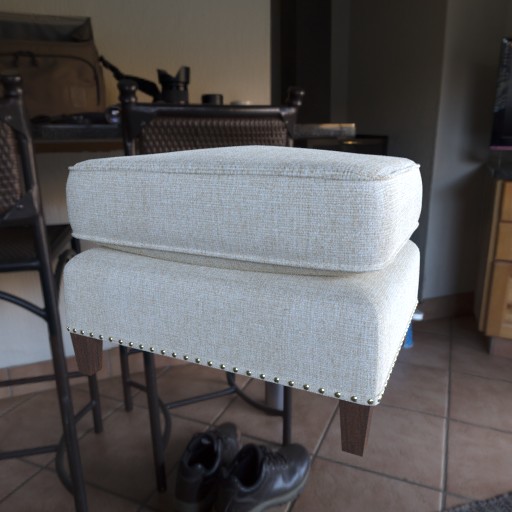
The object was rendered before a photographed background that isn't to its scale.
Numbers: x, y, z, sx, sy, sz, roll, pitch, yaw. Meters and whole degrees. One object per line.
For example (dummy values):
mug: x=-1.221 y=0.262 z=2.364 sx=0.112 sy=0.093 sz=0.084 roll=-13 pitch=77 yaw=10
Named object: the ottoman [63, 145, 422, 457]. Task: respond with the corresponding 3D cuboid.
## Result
ottoman: x=0.000 y=0.000 z=1.109 sx=0.738 sy=0.537 sz=0.589 roll=7 pitch=16 yaw=25
